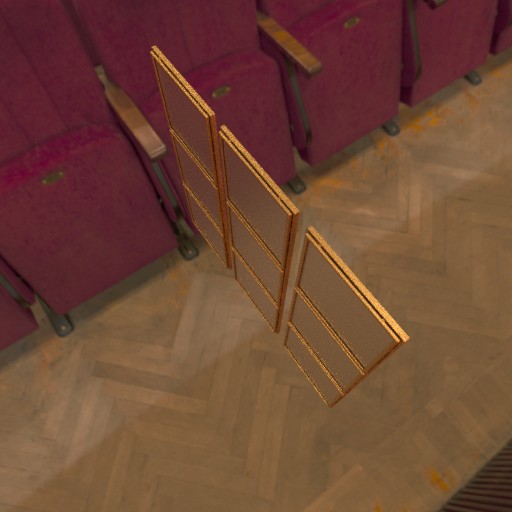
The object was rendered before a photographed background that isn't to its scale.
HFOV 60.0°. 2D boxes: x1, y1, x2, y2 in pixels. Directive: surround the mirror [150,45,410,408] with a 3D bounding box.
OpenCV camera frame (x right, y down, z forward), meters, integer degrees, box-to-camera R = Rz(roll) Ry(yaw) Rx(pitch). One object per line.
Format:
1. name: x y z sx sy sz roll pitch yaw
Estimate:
1. mirror: 0.000 0.000 1.454 0.023 0.926 1.011 -32 68 -15
